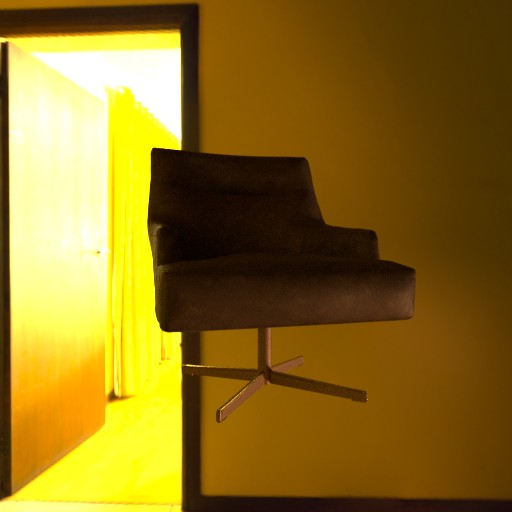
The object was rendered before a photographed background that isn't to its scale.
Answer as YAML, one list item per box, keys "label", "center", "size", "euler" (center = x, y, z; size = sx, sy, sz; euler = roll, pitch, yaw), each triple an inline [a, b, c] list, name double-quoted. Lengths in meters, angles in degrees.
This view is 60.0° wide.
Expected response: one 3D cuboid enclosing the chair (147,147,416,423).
- label: "chair"
  center: [0.000, 0.000, 1.565]
  size: [0.738, 0.870, 0.874]
  euler: [0, 1, -17]
